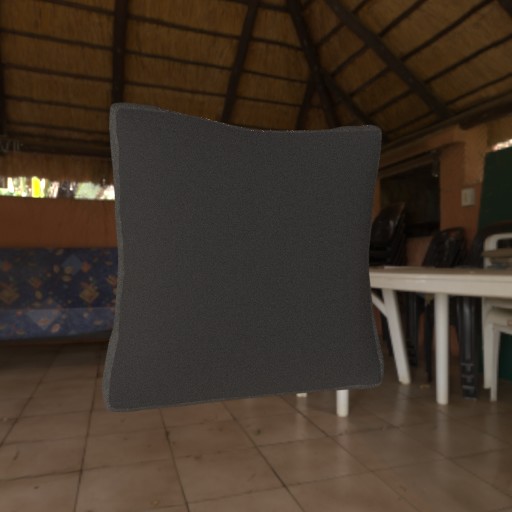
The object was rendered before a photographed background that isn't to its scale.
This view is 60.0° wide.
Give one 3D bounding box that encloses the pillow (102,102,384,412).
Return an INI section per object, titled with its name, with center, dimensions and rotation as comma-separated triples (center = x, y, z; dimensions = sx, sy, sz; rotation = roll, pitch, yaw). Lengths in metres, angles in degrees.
[pillow]
center = 0.000, 0.000, 0.813
dimensions = 0.533, 0.523, 0.210
rotation = 0, 0, -19
